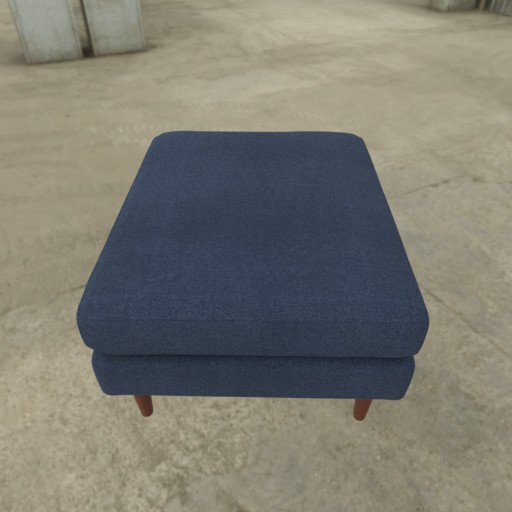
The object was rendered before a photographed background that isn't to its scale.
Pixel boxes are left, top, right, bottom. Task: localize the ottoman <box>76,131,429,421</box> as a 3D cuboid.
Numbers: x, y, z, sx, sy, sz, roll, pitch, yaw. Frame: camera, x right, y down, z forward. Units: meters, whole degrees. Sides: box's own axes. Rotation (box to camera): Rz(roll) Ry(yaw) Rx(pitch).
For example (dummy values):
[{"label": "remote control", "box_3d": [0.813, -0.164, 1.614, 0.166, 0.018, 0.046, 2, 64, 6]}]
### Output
[{"label": "ottoman", "box_3d": [0.000, 0.000, 1.255, 0.693, 0.474, 0.821, 1, 40, 1]}]
